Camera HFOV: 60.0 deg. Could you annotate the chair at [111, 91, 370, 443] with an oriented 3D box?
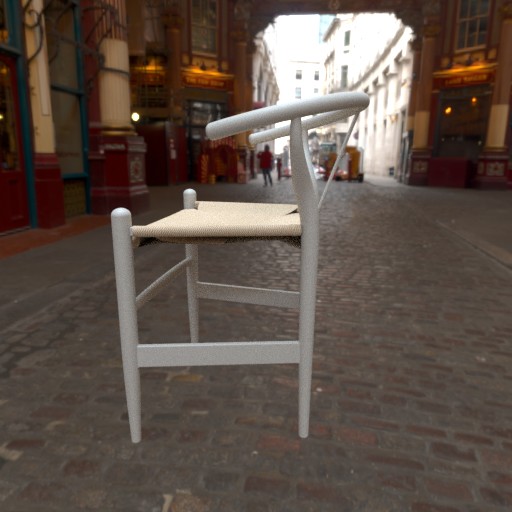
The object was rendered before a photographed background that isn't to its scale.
[{"bbox_3d":[0.000,0.000,1.084,0.500,0.736,0.533,2,13,8],"label":"chair"}]
